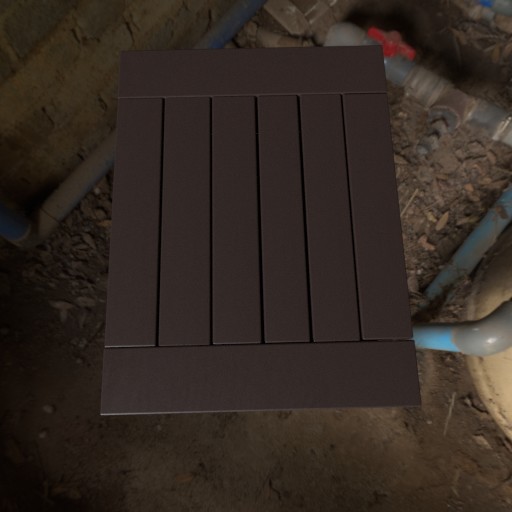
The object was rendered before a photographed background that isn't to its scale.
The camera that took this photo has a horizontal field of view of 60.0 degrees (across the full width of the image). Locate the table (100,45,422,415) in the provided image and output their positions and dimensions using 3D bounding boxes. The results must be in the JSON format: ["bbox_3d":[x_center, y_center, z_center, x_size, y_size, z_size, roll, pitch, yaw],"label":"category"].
[{"bbox_3d":[0.000,0.000,0.995,0.460,0.605,0.602,-1,76,0],"label":"table"}]
